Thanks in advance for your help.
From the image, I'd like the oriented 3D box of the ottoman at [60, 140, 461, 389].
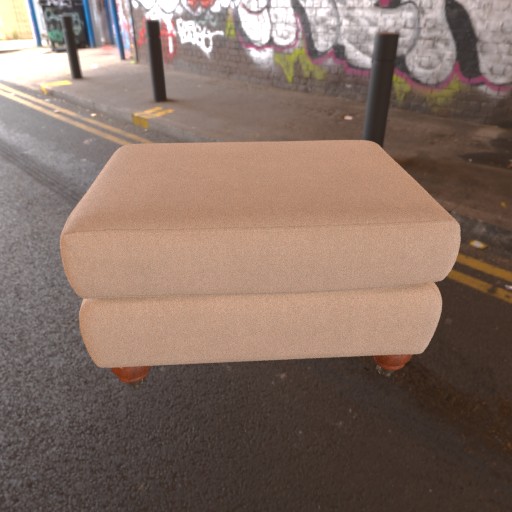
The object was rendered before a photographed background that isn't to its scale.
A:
[{"bbox_3d":[0.000,0.000,1.138,0.773,0.499,0.569,-2,30,-3],"label":"ottoman"}]
